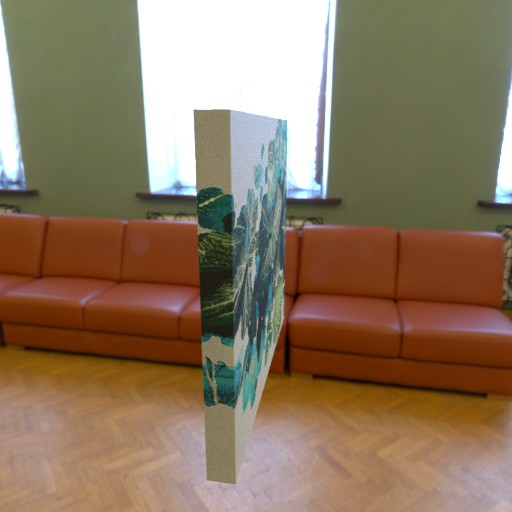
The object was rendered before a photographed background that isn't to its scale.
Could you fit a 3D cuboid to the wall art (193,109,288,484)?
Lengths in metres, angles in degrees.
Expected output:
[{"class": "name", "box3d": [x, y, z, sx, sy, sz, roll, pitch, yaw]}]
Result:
[{"class": "wall art", "box3d": [0.000, 0.000, 0.724, 0.041, 0.435, 0.507, 3, 16, 10]}]
